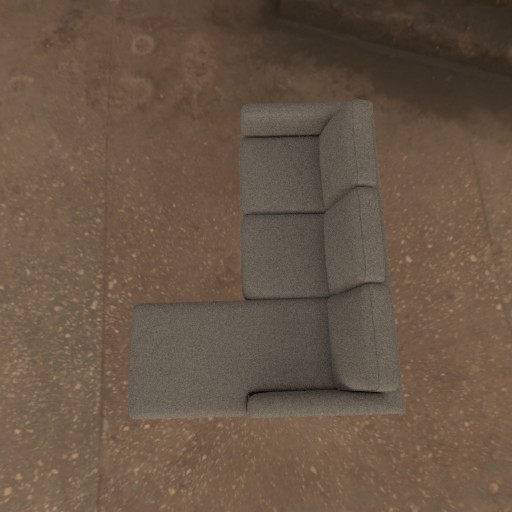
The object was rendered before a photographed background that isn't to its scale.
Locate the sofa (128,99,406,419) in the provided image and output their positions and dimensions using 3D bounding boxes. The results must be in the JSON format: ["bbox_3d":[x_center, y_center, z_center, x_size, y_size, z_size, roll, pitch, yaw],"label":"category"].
[{"bbox_3d":[0.000,0.000,3.005,1.667,0.957,2.055,-2,75,0],"label":"sofa"}]
